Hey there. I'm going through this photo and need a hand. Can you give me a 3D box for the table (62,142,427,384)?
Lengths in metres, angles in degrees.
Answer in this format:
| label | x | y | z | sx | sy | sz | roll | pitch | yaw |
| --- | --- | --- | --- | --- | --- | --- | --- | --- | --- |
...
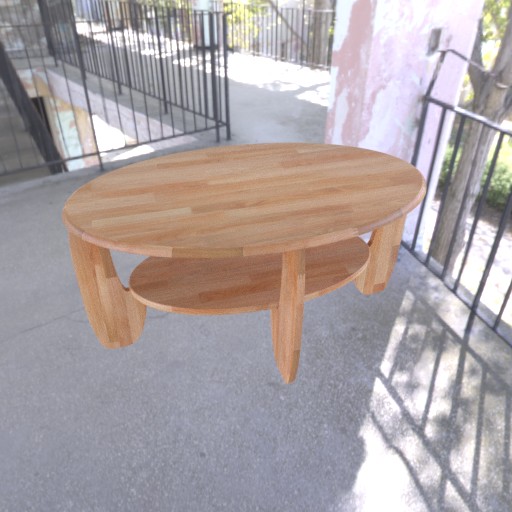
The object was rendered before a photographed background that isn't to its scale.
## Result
| label | x | y | z | sx | sy | sz | roll | pitch | yaw |
| --- | --- | --- | --- | --- | --- | --- | --- | --- | --- |
| table | 0.000 | 0.000 | 1.377 | 1.040 | 0.490 | 0.690 | -10 | 34 | -15 |
